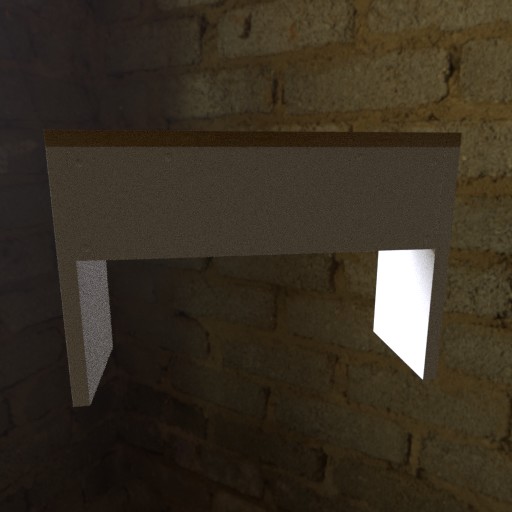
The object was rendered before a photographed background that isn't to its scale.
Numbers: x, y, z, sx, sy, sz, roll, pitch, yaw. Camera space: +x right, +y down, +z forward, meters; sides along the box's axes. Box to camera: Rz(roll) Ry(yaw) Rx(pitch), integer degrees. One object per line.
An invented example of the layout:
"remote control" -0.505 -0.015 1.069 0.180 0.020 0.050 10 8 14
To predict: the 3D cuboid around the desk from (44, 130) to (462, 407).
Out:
"desk" 0.000 0.000 1.431 1.100 0.760 0.390 -2 14 -8
